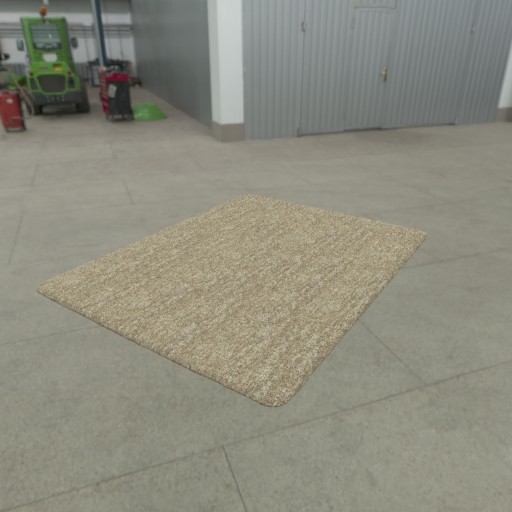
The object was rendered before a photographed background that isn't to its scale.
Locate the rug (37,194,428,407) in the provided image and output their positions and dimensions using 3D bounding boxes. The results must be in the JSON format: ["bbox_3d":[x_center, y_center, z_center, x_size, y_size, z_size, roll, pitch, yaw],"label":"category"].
[{"bbox_3d":[0.000,0.000,3.887,2.242,0.050,2.873,17,30,30],"label":"rug"}]
